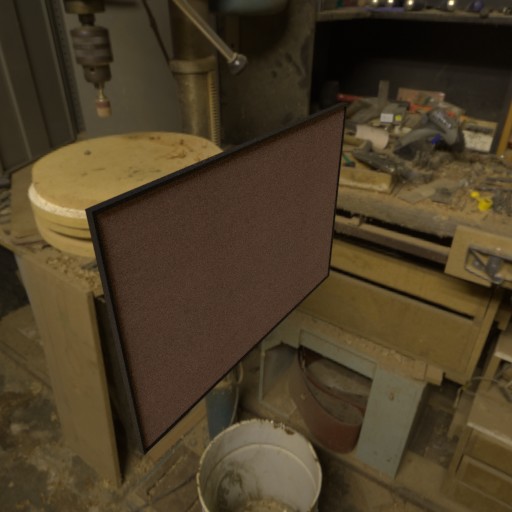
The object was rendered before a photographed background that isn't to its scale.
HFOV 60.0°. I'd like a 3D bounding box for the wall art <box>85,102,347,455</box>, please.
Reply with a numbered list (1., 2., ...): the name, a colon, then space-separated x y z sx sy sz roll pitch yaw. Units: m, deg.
1. wall art: 0.000 0.000 1.245 0.019 0.660 0.957 21 37 30
